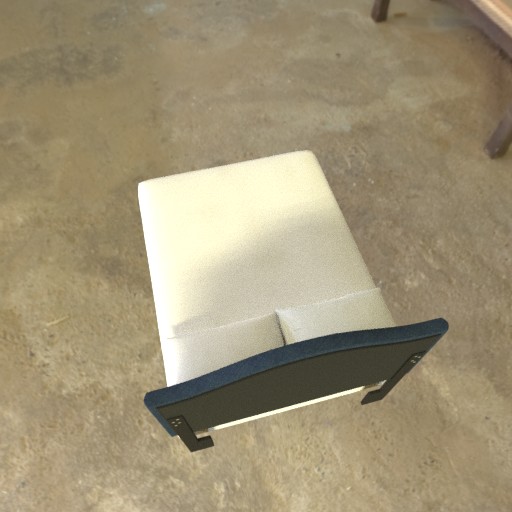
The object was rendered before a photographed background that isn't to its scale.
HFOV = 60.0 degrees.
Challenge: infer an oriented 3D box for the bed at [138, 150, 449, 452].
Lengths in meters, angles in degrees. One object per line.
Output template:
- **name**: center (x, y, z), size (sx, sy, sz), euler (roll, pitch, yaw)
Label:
- **bed**: center (0.000, 0.000, 3.288), size (1.713, 1.518, 2.153), euler (-12, 59, -8)
